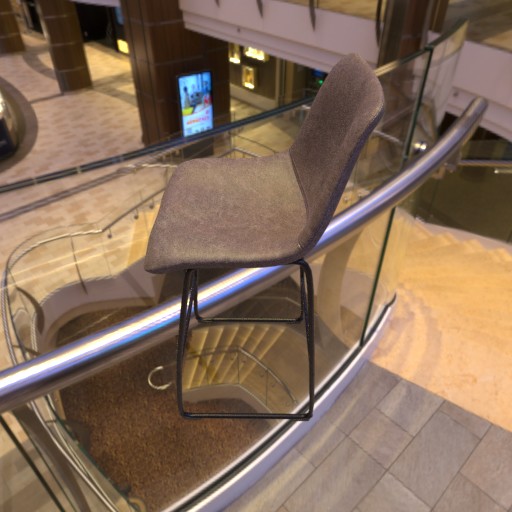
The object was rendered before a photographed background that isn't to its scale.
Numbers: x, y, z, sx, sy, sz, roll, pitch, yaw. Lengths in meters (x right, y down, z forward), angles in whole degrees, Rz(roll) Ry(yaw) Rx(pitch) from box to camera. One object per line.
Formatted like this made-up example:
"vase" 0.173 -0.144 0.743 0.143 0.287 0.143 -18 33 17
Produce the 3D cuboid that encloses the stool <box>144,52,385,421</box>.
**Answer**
"stool" 0.000 0.000 1.349 0.561 1.082 0.514 0 40 1
